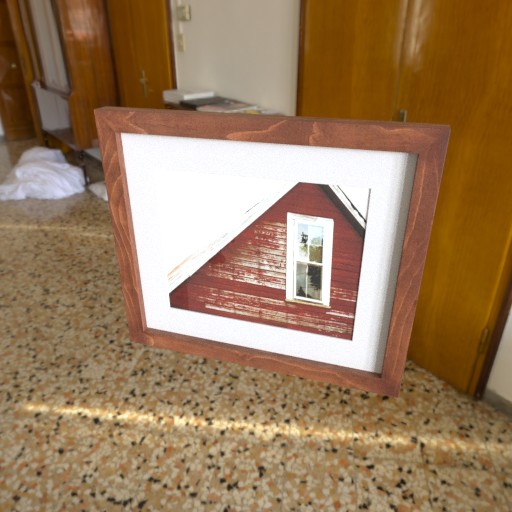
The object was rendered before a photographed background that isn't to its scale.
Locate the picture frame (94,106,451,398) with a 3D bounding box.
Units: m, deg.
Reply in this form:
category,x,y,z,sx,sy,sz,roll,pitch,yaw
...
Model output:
category,x,y,z,sx,sy,sz,roll,pitch,yaw
picture frame,0.000,0.000,0.541,0.381,0.330,0.025,8,28,15
